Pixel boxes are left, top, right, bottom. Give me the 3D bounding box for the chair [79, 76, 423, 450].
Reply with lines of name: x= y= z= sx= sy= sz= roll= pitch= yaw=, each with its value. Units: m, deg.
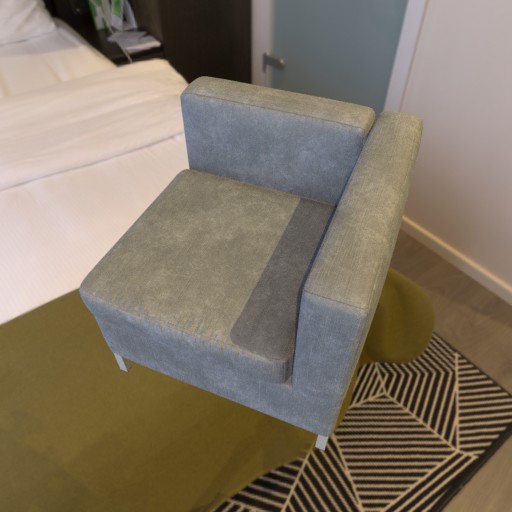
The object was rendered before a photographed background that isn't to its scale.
chair: x=0.000 y=0.000 z=1.216 sx=0.680 sy=0.660 sz=0.680 roll=16 pitch=49 yaw=15
